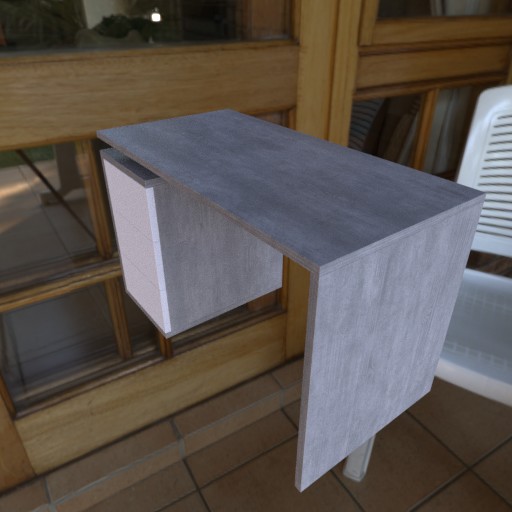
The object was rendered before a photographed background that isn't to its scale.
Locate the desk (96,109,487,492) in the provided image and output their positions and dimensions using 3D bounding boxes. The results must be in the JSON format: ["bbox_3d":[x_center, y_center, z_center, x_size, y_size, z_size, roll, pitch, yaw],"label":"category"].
[{"bbox_3d":[0.000,0.000,1.599,0.600,0.740,1.200,-21,37,-31],"label":"desk"}]
